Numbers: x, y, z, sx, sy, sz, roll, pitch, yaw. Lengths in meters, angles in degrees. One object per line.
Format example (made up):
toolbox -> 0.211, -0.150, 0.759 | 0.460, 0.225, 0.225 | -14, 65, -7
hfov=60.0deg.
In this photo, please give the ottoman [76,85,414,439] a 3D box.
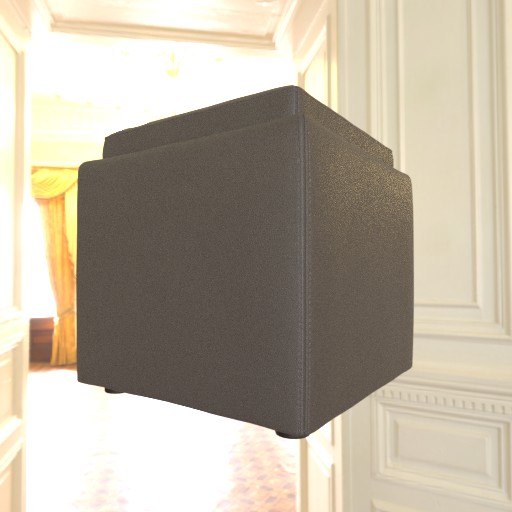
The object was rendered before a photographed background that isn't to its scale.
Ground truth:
ottoman -> 0.000, 0.000, 0.800 | 0.451, 0.460, 0.450 | -1, -2, 35
